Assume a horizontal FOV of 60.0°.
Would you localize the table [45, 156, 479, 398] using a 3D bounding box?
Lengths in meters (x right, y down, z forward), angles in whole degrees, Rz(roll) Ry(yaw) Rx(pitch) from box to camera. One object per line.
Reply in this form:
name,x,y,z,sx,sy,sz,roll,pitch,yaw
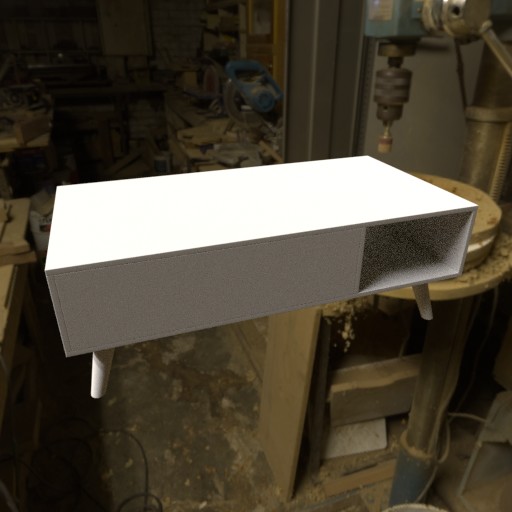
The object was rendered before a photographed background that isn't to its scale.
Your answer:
table,0.000,0.000,1.500,1.194,0.432,0.609,-9,29,-17
